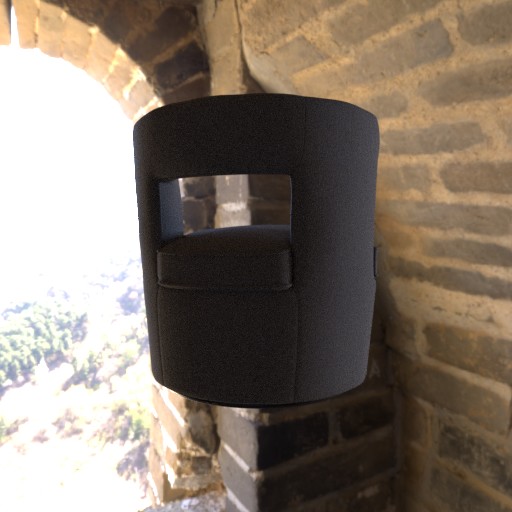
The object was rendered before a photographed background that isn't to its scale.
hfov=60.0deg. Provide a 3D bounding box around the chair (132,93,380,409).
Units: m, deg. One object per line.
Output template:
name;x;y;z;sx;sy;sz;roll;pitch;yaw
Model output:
chair;0.000;0.000;1.280;0.689;0.719;0.660;0;1;19
